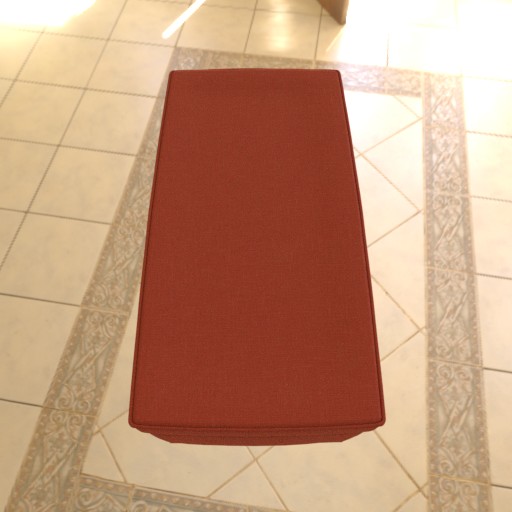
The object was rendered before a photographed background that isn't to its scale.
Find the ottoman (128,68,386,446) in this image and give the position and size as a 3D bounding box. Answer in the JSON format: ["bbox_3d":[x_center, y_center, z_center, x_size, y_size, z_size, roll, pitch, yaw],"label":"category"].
[{"bbox_3d":[0.000,0.000,1.207,0.497,0.454,0.948,0,63,0],"label":"ottoman"}]
